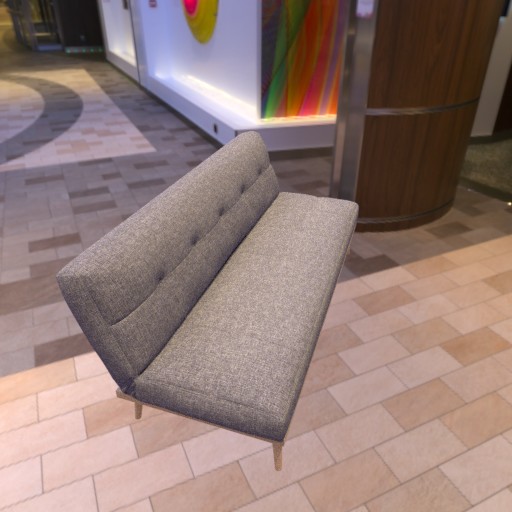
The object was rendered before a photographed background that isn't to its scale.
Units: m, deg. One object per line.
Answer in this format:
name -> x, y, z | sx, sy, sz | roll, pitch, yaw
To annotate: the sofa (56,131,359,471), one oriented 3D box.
sofa -> 0.000, 0.000, 2.250 | 0.820, 0.770, 1.820 | 10, 32, 16
